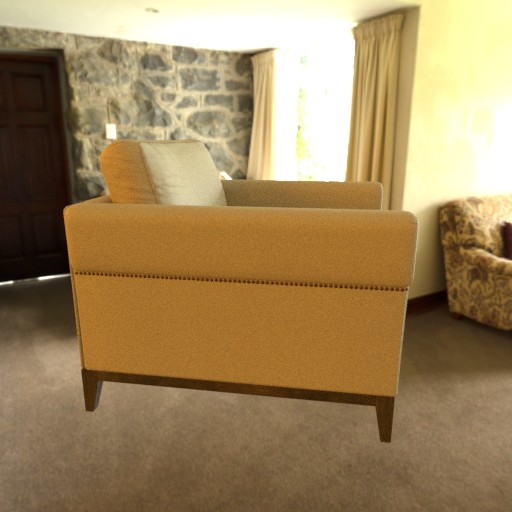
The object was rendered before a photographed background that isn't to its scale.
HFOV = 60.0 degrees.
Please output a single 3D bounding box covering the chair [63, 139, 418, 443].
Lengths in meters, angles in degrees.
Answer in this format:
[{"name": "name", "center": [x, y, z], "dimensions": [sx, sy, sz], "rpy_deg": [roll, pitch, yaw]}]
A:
[{"name": "chair", "center": [0.000, 0.000, 1.641], "dimensions": [0.959, 0.838, 0.914], "rpy_deg": [2, 15, 9]}]
